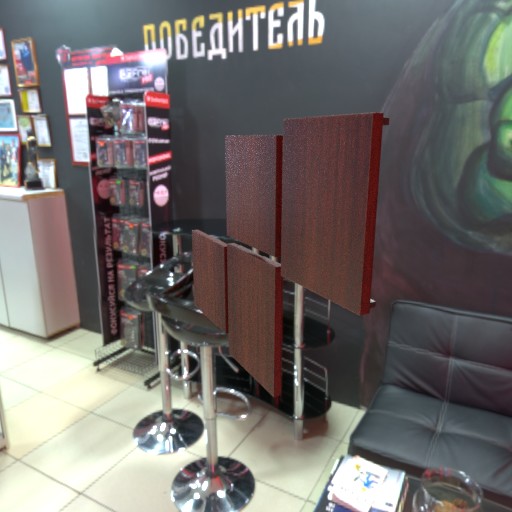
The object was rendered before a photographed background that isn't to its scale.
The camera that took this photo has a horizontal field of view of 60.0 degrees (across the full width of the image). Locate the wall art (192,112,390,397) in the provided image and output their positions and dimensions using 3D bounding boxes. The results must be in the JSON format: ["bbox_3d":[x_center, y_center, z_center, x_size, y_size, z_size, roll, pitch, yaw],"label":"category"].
[{"bbox_3d":[0.000,0.000,0.856,0.030,0.497,0.635,-8,17,-27],"label":"wall art"}]
